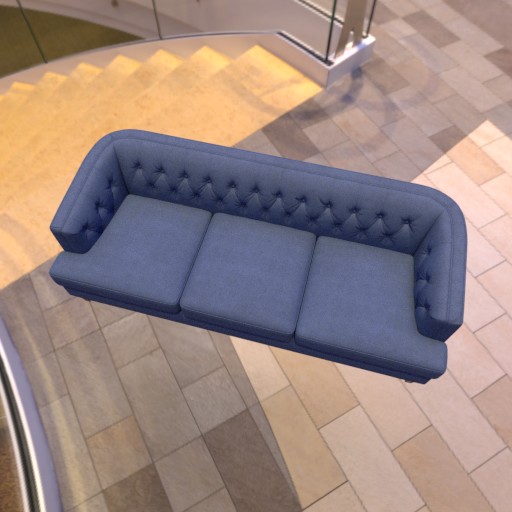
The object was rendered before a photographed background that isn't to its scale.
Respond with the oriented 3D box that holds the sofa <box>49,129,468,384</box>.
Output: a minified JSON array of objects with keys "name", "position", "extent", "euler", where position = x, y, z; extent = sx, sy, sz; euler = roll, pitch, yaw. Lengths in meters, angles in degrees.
[{"name":"sofa","position":[0.000,0.000,2.644],"extent":[2.235,0.787,0.914],"euler":[13,60,8]}]
